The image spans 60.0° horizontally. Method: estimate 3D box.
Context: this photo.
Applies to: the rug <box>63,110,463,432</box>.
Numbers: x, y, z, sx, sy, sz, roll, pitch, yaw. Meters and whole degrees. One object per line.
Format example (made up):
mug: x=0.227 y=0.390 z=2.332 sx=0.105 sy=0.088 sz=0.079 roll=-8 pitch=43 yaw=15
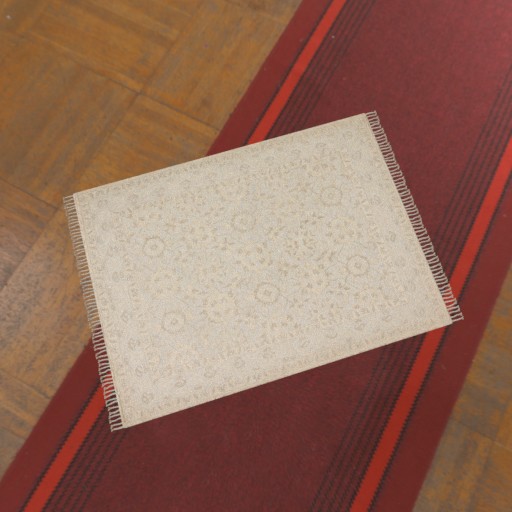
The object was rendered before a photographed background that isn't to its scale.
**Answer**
rug: x=0.000 y=0.000 z=2.268 sx=1.771 sy=0.015 sz=1.223 roll=-17 pitch=76 yaw=-4
